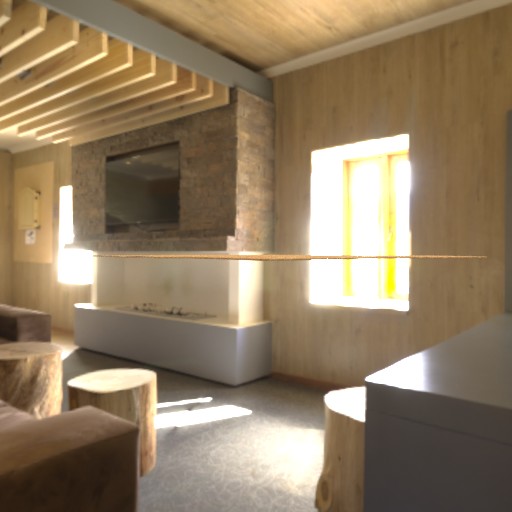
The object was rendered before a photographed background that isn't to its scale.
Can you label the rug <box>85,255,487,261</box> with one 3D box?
[{"bbox_3d":[0.000,0.000,2.769,1.524,0.013,2.135,0,1,-36],"label":"rug"}]
